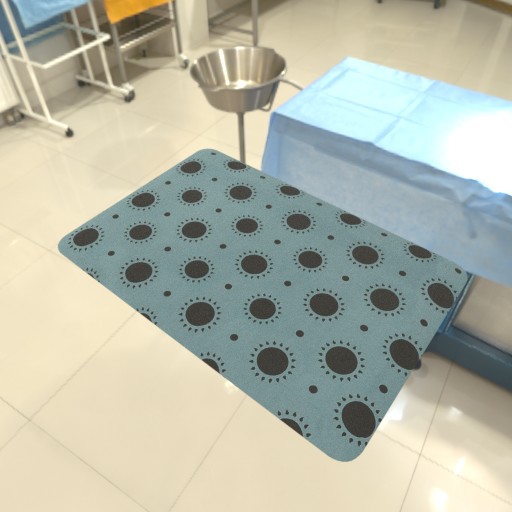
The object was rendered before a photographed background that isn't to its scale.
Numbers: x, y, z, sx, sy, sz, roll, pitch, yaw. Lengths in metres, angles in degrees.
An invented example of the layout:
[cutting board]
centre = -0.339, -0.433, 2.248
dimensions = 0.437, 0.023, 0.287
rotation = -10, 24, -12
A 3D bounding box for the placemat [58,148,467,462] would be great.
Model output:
[placemat]
centre = 0.000, 0.000, 0.953
dimensions = 0.762, 0.021, 0.508
rotation = 30, 54, 25
